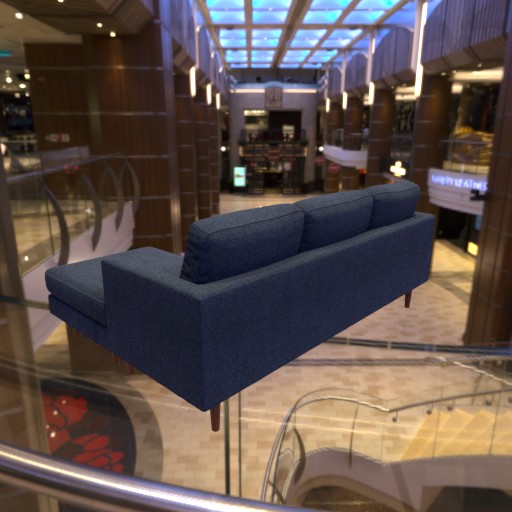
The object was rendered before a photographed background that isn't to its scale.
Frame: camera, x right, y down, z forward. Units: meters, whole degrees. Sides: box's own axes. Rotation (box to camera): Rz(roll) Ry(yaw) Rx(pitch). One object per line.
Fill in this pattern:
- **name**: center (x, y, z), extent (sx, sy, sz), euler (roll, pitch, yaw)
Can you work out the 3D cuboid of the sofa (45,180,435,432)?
- **sofa**: center (0.000, 0.000, 2.989), extent (1.504, 0.956, 2.233), euler (15, 22, 41)
